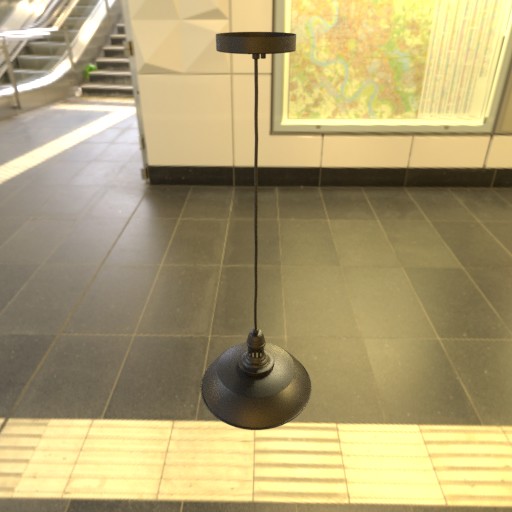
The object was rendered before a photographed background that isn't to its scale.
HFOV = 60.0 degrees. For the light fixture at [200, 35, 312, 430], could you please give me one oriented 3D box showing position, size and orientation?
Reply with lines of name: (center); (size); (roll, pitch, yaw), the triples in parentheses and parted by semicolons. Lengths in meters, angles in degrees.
light fixture: (0.000, 0.000, 1.108); (0.331, 0.993, 0.331); (-10, 31, -16)
